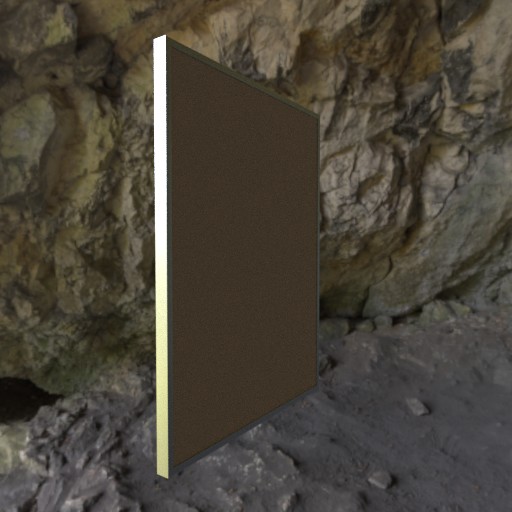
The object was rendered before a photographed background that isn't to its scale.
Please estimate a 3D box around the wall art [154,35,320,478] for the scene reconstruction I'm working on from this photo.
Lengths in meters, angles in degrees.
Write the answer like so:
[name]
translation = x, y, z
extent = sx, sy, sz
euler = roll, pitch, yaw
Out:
[wall art]
translation = 0.000, 0.000, 1.401
extent = 0.041, 1.062, 0.803
euler = 1, 2, 35
